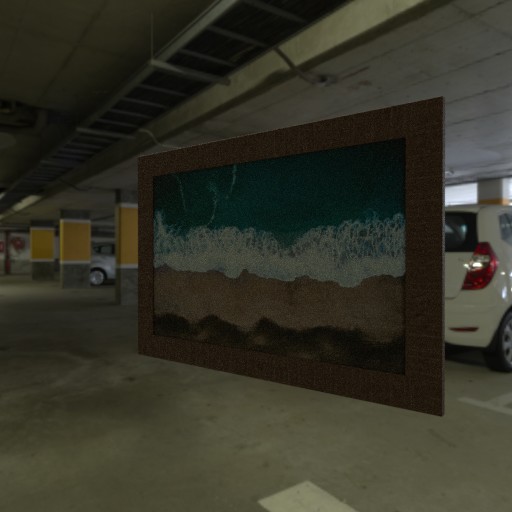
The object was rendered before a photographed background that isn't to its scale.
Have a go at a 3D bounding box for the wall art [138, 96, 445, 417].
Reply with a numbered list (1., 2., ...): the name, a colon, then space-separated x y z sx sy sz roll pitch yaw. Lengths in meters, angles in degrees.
1. wall art: 0.000 0.000 1.144 0.917 0.626 0.019 0 0 36
